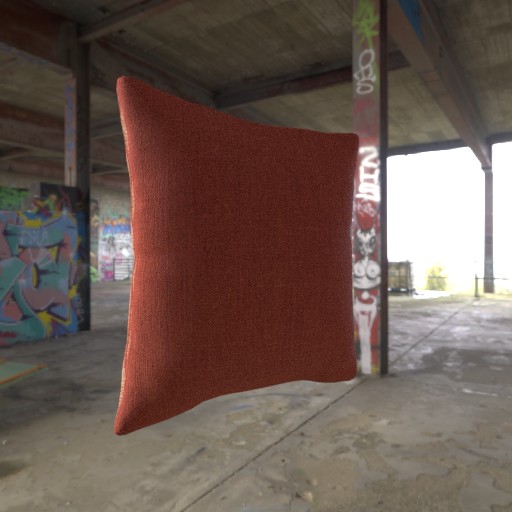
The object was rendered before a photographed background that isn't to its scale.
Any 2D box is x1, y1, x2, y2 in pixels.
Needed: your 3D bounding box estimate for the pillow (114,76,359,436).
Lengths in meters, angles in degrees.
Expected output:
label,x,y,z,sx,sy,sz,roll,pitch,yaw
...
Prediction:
label,x,y,z,sx,sy,sz,roll,pitch,yaw
pillow,0.000,0.000,0.661,0.429,0.434,0.159,0,0,-37
